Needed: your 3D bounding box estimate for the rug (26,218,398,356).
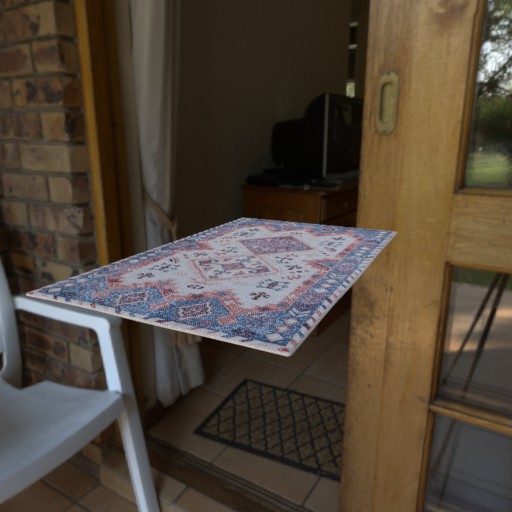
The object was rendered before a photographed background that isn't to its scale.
[{"bbox_3d":[0.000,0.000,3.086,1.521,0.023,2.464,8,17,25],"label":"rug"}]
